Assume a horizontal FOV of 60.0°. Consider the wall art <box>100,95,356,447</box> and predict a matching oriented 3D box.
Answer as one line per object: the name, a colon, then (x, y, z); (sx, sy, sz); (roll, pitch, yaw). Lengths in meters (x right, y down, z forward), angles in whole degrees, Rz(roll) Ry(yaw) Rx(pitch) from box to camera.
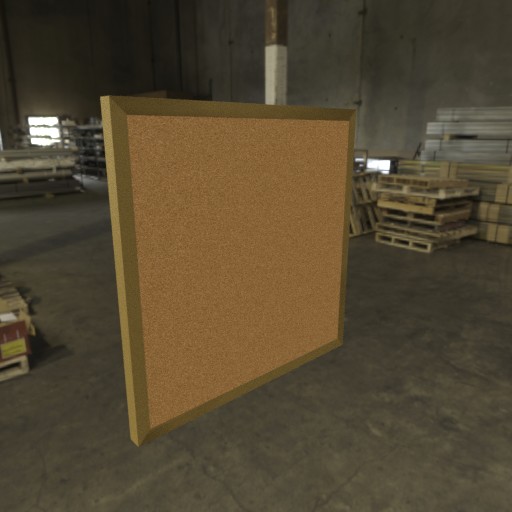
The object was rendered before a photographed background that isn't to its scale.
wall art: (0.000, 0.000, 1.176); (0.762, 0.762, 0.038); (-14, 21, -40)
